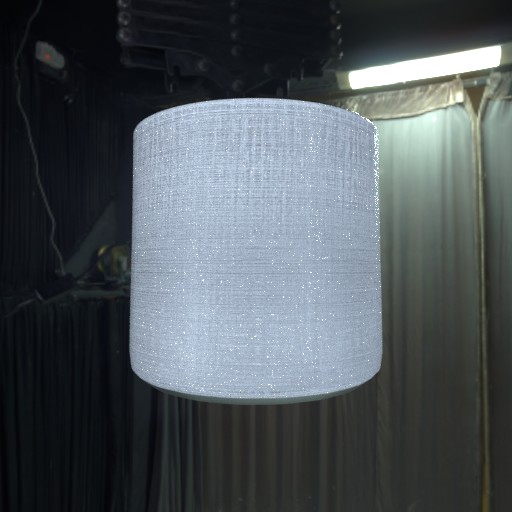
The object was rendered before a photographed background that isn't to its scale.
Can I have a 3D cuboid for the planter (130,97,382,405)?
[{"bbox_3d":[0.000,0.000,0.294,0.160,0.156,0.160,0,-1,0],"label":"planter"}]
